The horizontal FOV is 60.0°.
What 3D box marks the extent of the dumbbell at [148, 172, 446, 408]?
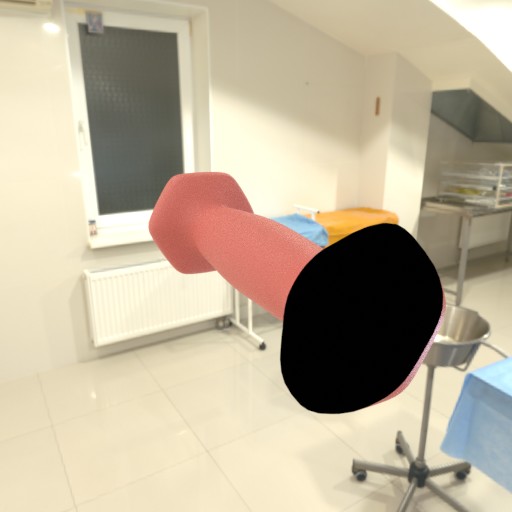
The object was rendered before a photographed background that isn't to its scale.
[{"bbox_3d":[0.000,0.000,0.144,0.047,0.043,0.123,-8,19,-24],"label":"dumbbell"}]
